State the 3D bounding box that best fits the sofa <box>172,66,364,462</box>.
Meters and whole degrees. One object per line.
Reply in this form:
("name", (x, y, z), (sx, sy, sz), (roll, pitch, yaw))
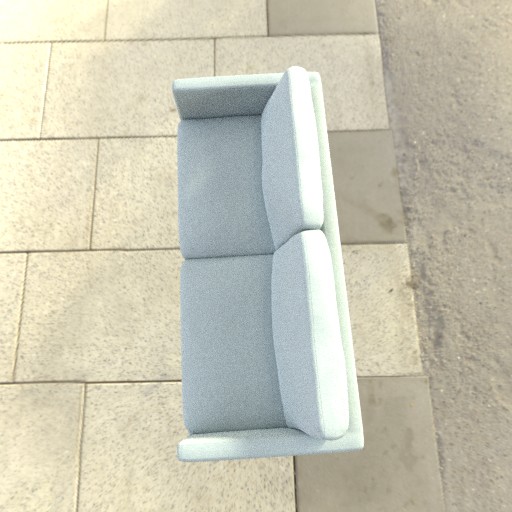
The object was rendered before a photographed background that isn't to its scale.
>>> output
("sofa", (0.000, 0.000, 2.712), (0.951, 0.965, 2.208), (-4, 74, -1))
